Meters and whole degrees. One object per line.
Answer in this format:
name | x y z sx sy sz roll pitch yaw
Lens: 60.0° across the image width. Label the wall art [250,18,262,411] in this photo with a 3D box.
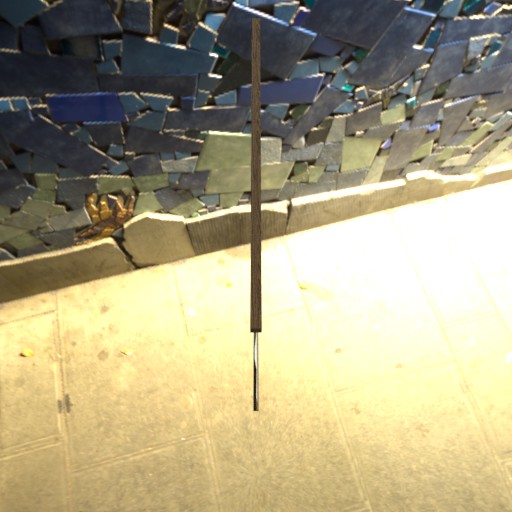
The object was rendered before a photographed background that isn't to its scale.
wall art | 0.000 0.000 0.803 0.011 0.605 0.458 0 64 0
